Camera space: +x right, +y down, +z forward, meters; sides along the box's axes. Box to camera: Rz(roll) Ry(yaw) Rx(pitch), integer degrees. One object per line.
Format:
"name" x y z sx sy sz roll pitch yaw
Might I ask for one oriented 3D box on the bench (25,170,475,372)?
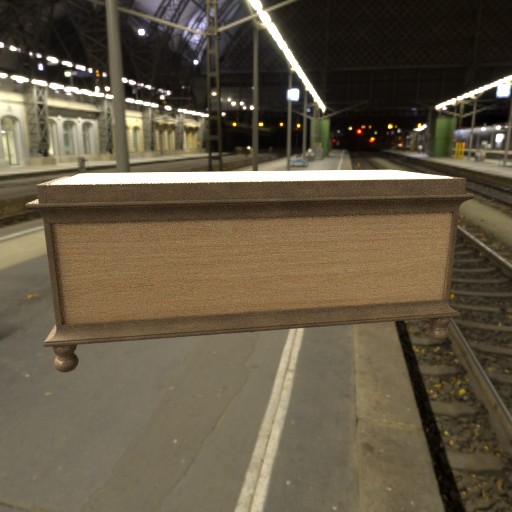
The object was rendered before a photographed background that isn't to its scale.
"bench" 0.000 0.000 1.393 1.185 0.501 0.402 -3 15 -10
